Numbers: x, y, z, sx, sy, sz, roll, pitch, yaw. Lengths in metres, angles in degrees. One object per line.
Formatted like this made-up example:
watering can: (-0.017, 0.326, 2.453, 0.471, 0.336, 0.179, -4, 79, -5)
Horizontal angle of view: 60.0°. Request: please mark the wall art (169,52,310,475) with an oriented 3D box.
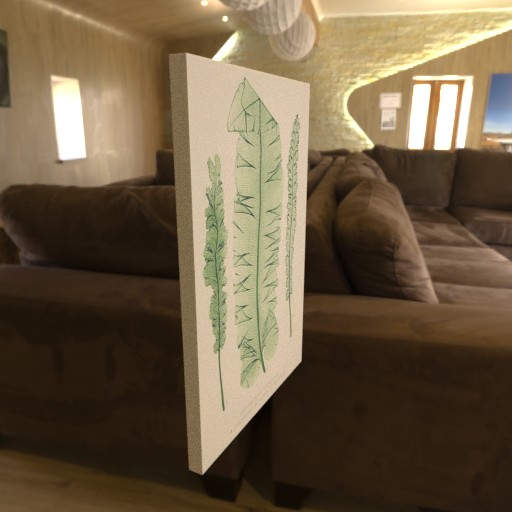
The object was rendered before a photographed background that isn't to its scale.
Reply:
wall art: (0.000, 0.000, 1.187, 0.038, 0.914, 0.610, 8, 18, 27)
